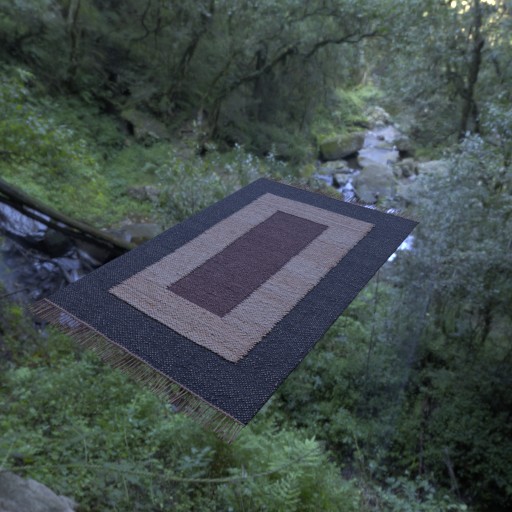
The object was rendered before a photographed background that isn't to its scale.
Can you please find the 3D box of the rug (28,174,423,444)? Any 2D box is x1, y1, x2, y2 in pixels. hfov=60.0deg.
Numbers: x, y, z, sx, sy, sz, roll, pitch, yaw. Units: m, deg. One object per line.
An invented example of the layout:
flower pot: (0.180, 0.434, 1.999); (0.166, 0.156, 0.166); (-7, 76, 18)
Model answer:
rug: (0.000, 0.000, 2.468); (1.224, 0.027, 2.021); (21, 39, 29)
